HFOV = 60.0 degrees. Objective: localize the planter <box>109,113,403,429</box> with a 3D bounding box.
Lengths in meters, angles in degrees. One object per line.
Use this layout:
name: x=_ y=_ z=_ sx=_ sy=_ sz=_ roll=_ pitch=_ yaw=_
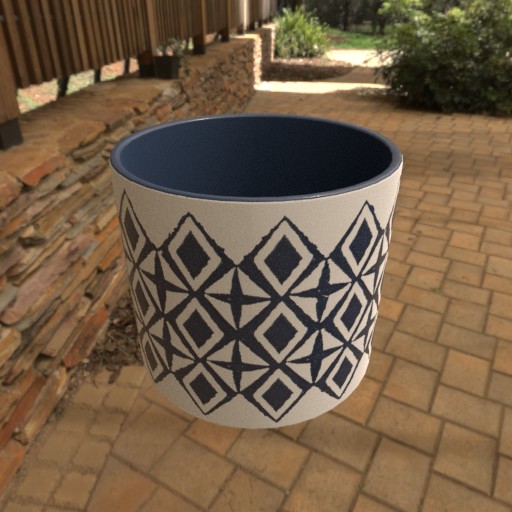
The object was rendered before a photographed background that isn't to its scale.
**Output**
planter: x=0.000 y=0.000 z=0.399 sx=0.224 sy=0.203 sz=0.224 roll=0 pitch=30 yaw=0
